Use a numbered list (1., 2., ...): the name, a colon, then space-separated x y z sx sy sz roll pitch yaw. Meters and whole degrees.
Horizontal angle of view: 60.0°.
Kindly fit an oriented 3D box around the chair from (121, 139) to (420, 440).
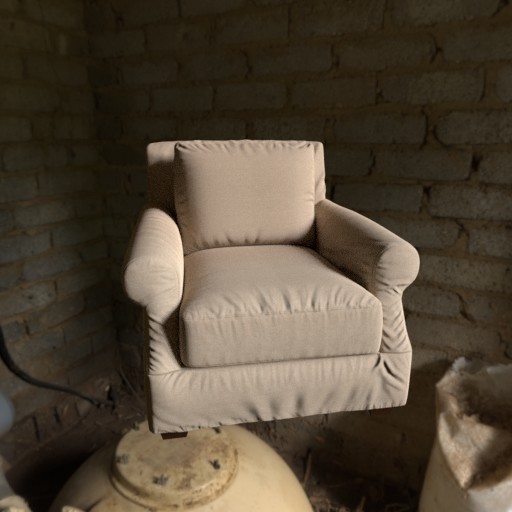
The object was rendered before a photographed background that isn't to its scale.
1. chair: 0.000 0.000 1.725 0.940 0.866 1.066 -3 16 -10
